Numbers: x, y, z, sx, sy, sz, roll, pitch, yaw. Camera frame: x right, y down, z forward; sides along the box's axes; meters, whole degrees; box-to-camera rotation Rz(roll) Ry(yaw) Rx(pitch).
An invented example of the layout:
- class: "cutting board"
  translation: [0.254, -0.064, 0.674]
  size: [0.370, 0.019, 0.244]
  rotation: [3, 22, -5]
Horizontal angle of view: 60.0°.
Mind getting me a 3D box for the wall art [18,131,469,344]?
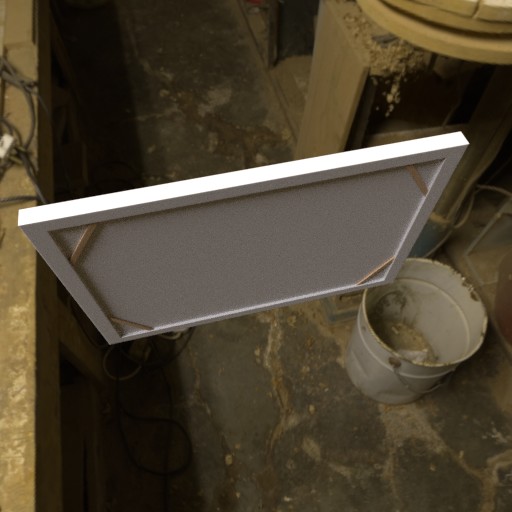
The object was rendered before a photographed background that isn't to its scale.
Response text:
- class: "wall art"
  translation: [0.000, 0.000, 1.144]
  size: [0.914, 0.609, 0.038]
  rotation: [-11, 59, -7]
